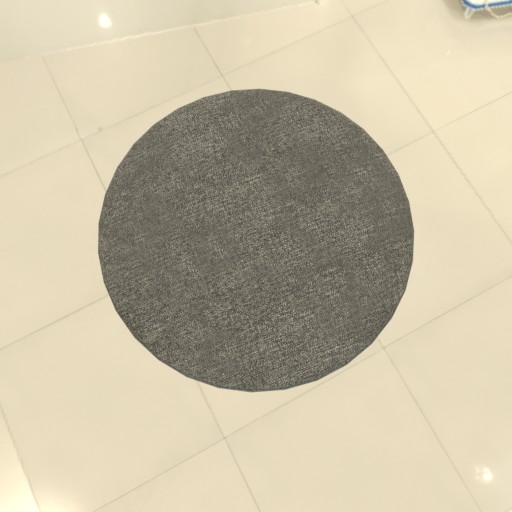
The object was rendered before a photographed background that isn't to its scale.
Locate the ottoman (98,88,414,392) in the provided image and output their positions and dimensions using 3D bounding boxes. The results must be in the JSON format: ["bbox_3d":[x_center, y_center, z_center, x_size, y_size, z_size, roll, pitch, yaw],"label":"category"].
[{"bbox_3d":[0.000,0.000,0.875,0.500,0.419,0.500,0,76,0],"label":"ottoman"}]
